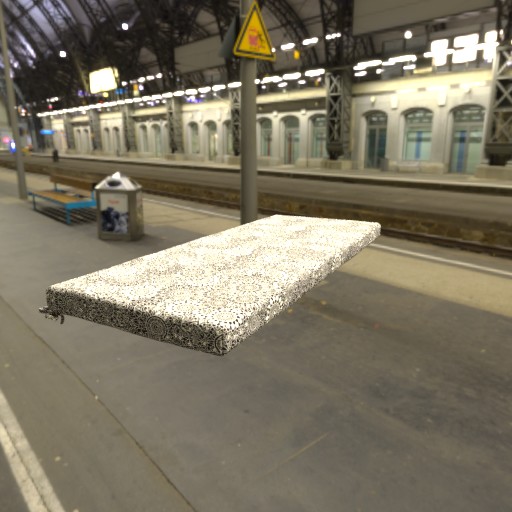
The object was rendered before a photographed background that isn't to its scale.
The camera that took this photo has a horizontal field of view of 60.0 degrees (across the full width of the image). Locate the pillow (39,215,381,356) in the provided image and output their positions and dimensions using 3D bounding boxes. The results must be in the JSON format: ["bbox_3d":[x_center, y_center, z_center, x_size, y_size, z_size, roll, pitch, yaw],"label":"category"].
[{"bbox_3d":[0.000,0.000,1.339,0.492,0.081,1.187,8,16,27],"label":"pillow"}]
